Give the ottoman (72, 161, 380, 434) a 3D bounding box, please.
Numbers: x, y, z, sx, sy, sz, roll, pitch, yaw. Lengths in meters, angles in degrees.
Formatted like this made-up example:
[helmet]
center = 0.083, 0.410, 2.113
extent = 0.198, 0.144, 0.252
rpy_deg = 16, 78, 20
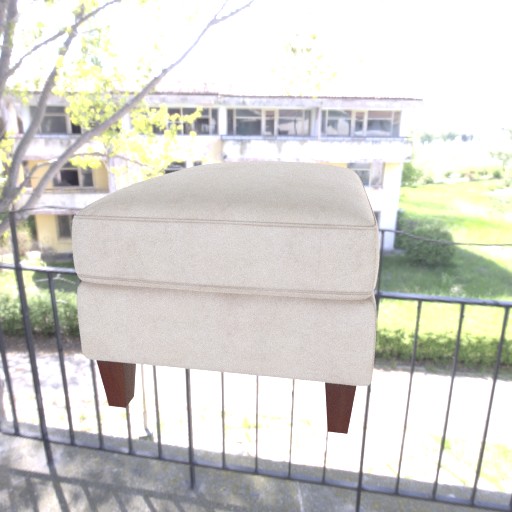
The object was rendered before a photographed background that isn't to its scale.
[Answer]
[ottoman]
center = 0.000, 0.000, 1.211
extent = 0.584, 0.483, 0.864
rpy_deg = 3, 17, 10
